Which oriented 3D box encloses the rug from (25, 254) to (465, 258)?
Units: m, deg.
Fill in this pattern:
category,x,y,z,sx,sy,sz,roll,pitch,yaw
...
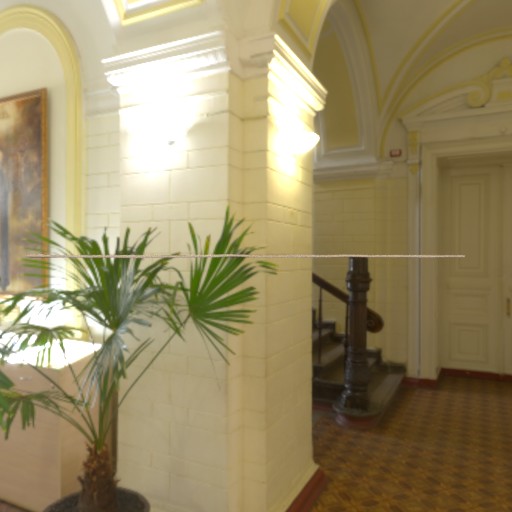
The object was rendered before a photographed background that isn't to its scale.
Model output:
category,x,y,z,sx,sy,sz,roll,pitch,yaw
rug,0.000,0.000,2.689,2.383,0.018,0.857,0,0,-18
